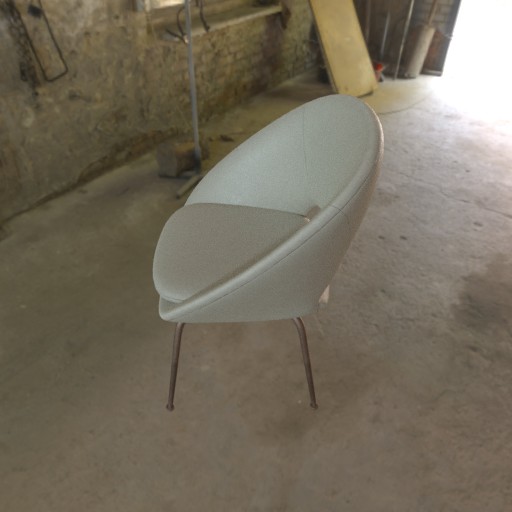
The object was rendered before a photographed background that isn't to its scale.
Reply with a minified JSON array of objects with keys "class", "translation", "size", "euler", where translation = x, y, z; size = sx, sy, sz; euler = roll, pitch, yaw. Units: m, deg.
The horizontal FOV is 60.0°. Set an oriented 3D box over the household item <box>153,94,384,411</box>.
[{"class":"household item","translation":[0.000,0.000,1.281],"size":[0.573,0.852,0.623],"euler":[0,40,-1]}]
